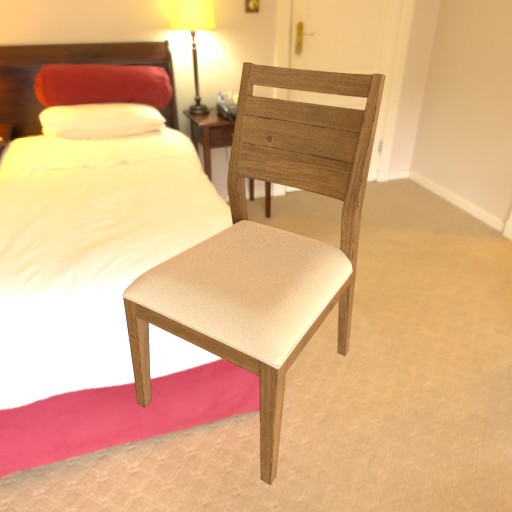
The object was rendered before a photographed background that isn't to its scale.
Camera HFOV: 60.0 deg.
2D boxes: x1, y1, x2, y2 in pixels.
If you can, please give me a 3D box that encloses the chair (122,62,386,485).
[{"bbox_3d":[0.000,0.000,1.261,0.497,0.939,0.610,18,35,28],"label":"chair"}]
